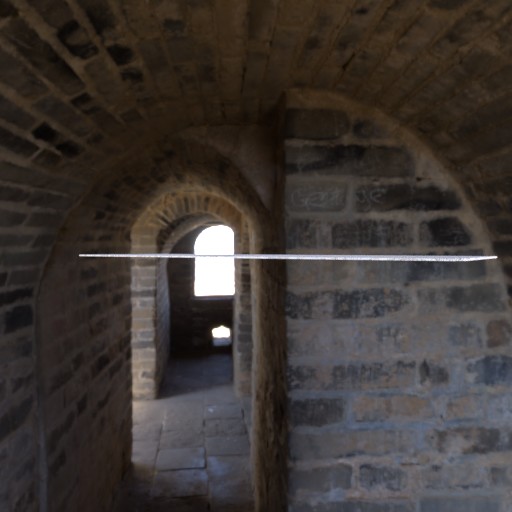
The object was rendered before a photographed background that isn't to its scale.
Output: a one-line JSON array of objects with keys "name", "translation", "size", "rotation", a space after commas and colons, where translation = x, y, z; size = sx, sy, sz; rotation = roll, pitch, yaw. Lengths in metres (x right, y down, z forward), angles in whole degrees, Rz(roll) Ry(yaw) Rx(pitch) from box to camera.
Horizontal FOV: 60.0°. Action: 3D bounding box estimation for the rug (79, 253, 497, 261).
[{"name": "rug", "translation": [0.000, 0.000, 2.626], "size": [2.436, 0.013, 0.807], "rotation": [1, 1, 36]}]
